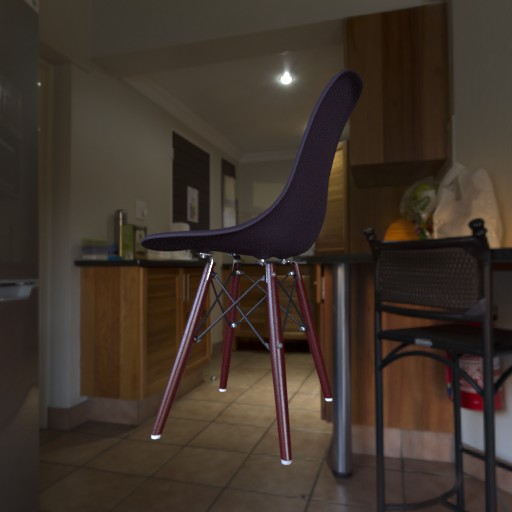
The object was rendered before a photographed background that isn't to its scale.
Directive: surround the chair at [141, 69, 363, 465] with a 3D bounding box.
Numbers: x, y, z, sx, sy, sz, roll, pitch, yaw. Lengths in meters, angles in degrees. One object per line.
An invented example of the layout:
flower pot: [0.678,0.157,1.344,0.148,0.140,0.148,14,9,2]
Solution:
chair: [0.000,0.000,1.131,0.533,0.826,0.470,0,0,19]
